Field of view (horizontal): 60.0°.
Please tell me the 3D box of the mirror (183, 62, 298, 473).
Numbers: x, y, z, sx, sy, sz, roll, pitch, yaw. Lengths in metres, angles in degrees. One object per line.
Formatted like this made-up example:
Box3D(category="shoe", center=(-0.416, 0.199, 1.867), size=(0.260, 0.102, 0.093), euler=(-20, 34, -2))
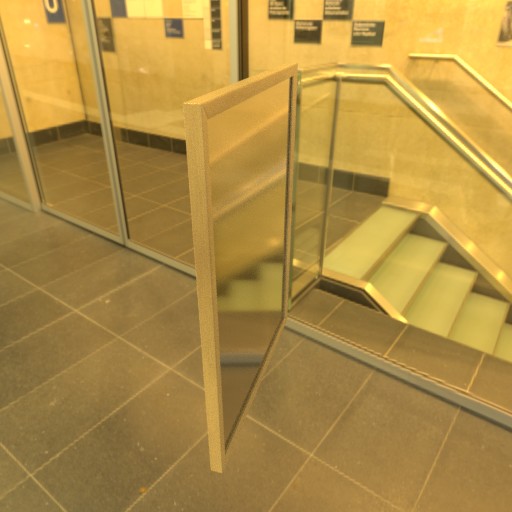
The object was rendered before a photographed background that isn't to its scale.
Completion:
Box3D(category="mirror", center=(0.000, 0.000, 1.348), size=(0.040, 1.016, 0.762), euler=(9, 30, 15))
